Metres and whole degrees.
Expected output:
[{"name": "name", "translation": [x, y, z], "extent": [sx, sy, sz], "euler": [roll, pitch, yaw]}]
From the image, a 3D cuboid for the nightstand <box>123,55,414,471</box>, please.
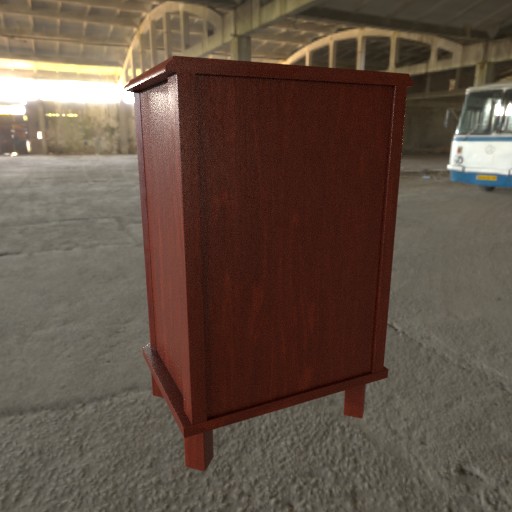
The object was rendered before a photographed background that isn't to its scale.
[{"name": "nightstand", "translation": [0.000, 0.000, 0.910], "extent": [0.435, 0.681, 0.351], "euler": [-7, 17, -25]}]
